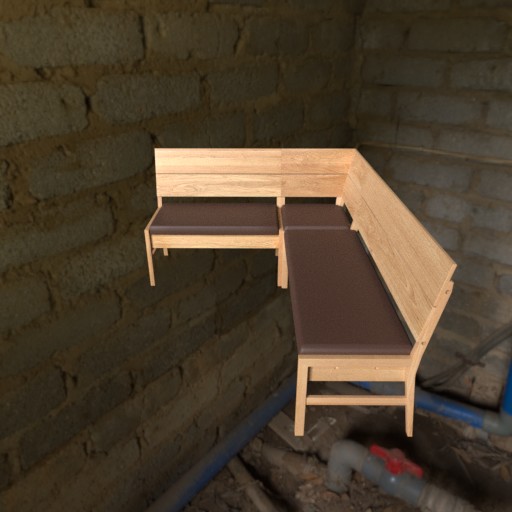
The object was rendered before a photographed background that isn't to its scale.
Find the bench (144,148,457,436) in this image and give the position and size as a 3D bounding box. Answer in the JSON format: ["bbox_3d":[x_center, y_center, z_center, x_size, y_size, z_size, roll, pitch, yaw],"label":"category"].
[{"bbox_3d":[0.000,0.000,2.724,1.549,0.890,1.975,0,26,0],"label":"bench"}]
